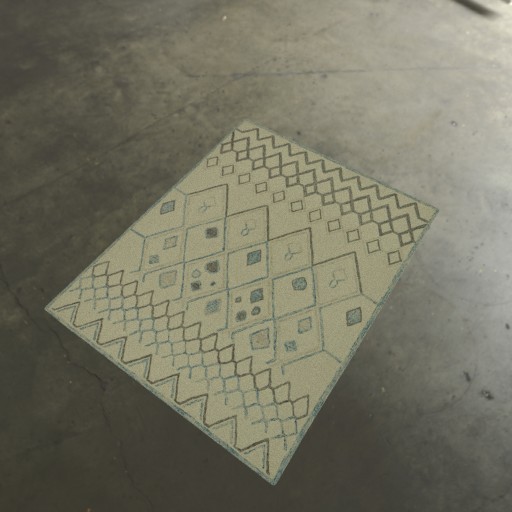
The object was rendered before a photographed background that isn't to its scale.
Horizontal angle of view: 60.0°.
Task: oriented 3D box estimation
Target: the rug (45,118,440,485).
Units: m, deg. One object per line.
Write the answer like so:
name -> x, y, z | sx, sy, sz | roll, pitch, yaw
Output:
rug -> 0.000, 0.000, 4.208 | 2.441, 0.013, 3.056 | 30, 62, 18
